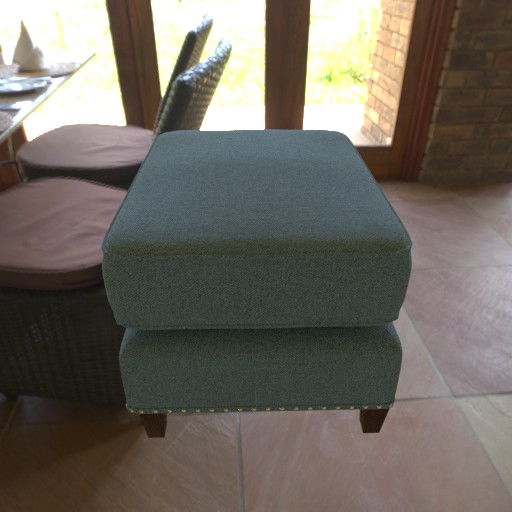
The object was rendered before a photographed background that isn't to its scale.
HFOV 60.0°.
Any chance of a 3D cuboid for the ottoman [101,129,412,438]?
[{"bbox_3d":[0.000,0.000,1.162,0.589,0.537,0.738,-1,33,-1],"label":"ottoman"}]
